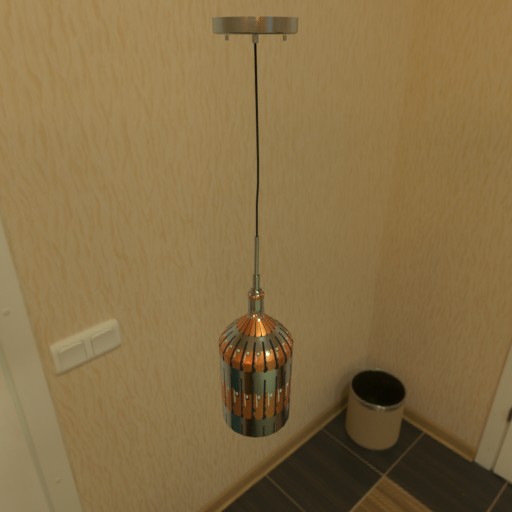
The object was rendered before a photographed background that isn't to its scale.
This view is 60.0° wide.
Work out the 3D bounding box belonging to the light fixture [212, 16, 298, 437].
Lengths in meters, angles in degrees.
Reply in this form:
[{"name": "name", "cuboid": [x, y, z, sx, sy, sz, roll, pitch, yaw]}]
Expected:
[{"name": "light fixture", "cuboid": [0.000, 0.000, 1.621, 0.303, 1.535, 0.303, 0, 27, 0]}]
